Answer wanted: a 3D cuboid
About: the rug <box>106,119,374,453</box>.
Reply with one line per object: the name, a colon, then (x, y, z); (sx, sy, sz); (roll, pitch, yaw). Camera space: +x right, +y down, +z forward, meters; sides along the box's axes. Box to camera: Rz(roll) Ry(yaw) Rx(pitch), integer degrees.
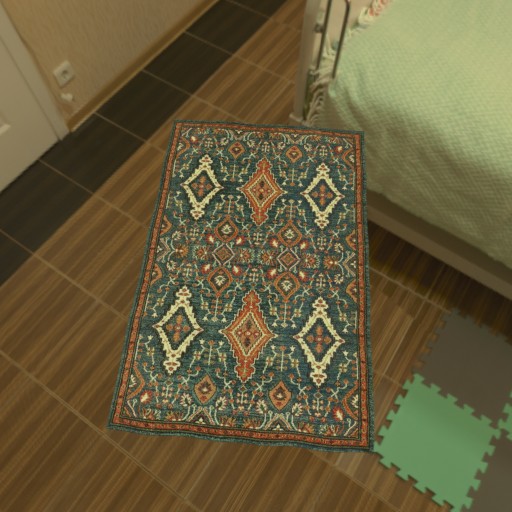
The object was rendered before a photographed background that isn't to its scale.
rug: (0.000, 0.000, 4.301); (2.190, 0.008, 3.371); (4, 64, 2)
